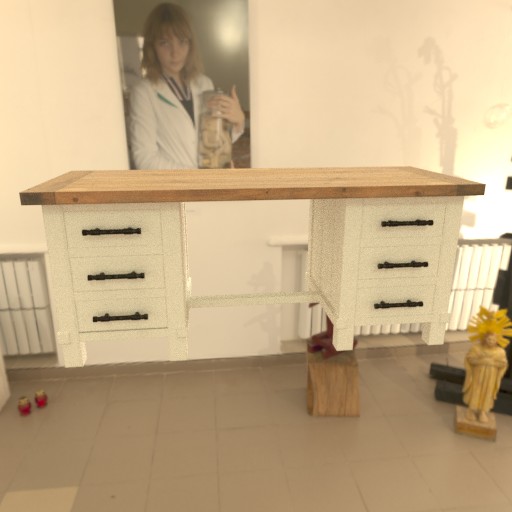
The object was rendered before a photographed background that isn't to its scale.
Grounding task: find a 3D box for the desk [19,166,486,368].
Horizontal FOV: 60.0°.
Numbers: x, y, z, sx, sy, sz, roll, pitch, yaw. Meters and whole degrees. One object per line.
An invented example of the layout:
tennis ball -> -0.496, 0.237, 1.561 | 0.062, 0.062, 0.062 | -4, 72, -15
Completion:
desk -> 0.000, 0.000, 2.141 | 1.803, 0.760, 0.688 | -2, 18, -7
